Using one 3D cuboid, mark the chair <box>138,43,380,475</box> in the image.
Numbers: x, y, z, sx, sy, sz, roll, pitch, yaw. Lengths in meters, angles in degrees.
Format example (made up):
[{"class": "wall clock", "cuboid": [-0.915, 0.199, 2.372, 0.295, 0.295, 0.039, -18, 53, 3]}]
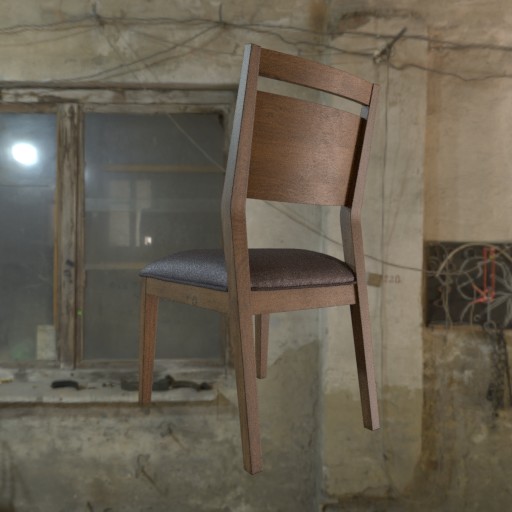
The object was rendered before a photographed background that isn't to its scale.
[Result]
[{"class": "chair", "cuboid": [0.000, 0.000, 1.308, 0.501, 0.939, 0.610, -1, 1, -36]}]
